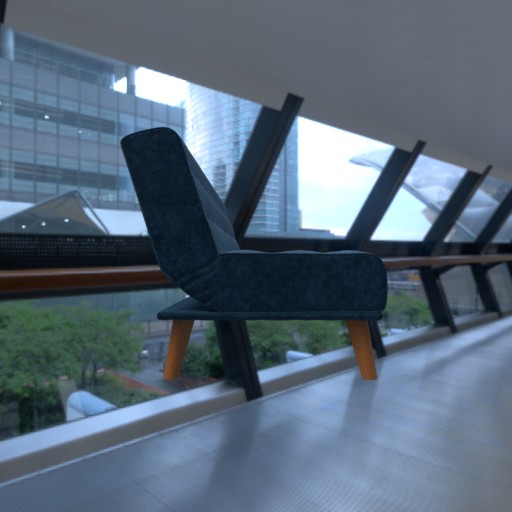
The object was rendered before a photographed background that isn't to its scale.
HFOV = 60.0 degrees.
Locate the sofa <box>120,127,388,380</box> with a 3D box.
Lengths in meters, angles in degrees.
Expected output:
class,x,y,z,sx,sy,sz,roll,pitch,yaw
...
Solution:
class,x,y,z,sx,sy,sz,roll,pitch,yaw
sofa,0.000,0.000,2.309,0.855,0.813,1.804,0,0,1
